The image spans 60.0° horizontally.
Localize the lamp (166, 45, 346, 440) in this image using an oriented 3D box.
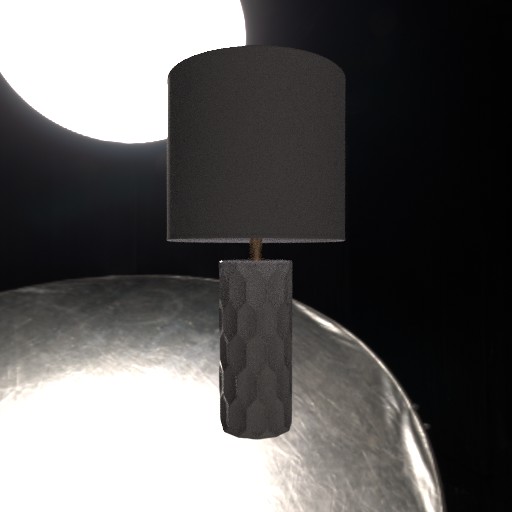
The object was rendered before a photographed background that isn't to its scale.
[{"bbox_3d":[0.000,0.000,0.701,0.277,0.537,0.277,0,1,-18],"label":"lamp"}]
